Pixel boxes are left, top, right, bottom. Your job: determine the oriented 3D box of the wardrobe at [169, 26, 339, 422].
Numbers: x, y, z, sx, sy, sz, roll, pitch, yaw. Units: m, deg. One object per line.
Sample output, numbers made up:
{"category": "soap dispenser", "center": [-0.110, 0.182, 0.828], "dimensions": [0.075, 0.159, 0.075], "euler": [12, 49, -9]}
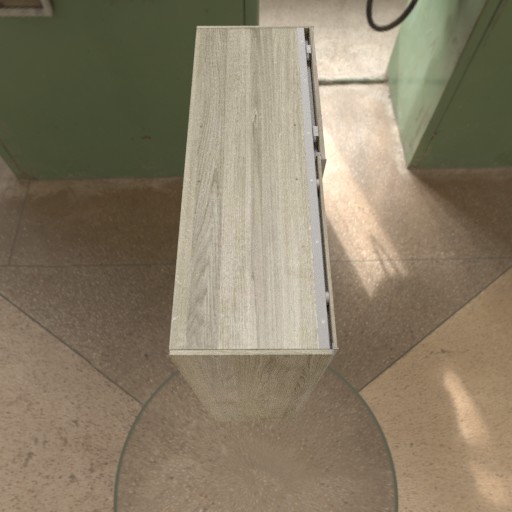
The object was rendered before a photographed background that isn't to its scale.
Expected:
{"category": "wardrobe", "center": [0.000, 0.000, 2.843], "dimensions": [0.629, 1.960, 1.780], "euler": [0, 63, 0]}
